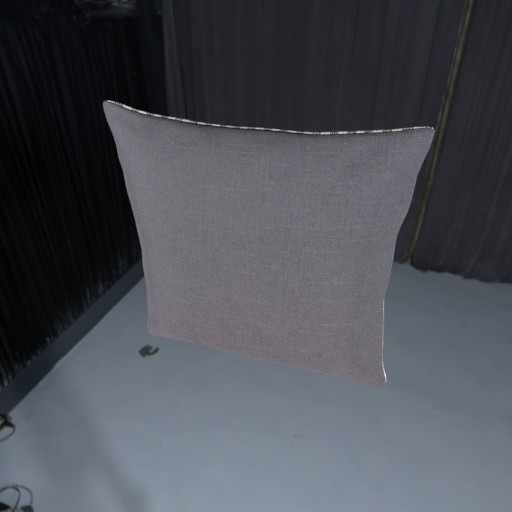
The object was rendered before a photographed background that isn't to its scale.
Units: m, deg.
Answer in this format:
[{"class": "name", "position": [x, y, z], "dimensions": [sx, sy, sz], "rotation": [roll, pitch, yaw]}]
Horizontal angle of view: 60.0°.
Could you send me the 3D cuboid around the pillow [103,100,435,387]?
[{"class": "pillow", "position": [0.000, 0.000, 0.794], "dimensions": [0.523, 0.506, 0.166], "rotation": [10, 33, 15]}]
